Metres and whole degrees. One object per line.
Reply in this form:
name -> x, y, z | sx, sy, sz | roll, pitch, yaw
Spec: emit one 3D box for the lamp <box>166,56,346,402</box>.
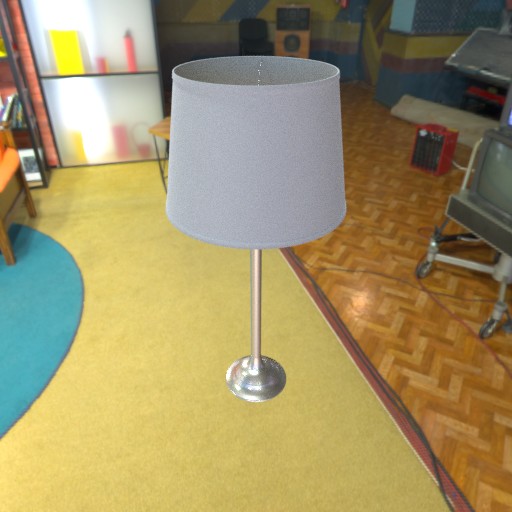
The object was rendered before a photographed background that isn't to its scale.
lamp -> 0.000, 0.000, 0.885 | 0.331, 0.698, 0.331 | 0, 32, 0
